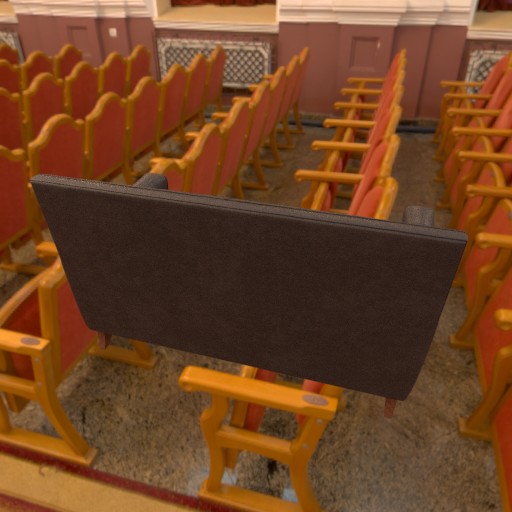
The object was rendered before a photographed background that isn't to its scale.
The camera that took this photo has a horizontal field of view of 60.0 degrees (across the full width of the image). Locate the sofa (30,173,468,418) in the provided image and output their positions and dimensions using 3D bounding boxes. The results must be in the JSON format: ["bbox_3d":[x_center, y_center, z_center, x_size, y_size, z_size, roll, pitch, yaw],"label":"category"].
[{"bbox_3d":[0.000,0.000,1.958,1.473,0.871,0.787,9,34,14],"label":"sofa"}]
